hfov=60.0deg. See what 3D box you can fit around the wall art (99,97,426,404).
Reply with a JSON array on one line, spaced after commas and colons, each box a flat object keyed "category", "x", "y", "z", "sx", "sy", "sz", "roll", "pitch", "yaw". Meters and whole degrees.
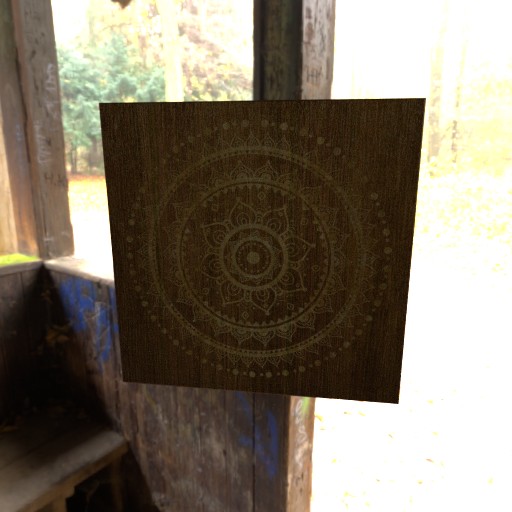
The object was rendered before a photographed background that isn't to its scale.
[{"category": "wall art", "x": 0.000, "y": 0.000, "z": 0.610, "sx": 0.406, "sy": 0.403, "sz": 0.039, "roll": 2, "pitch": 14, "yaw": 8}]
